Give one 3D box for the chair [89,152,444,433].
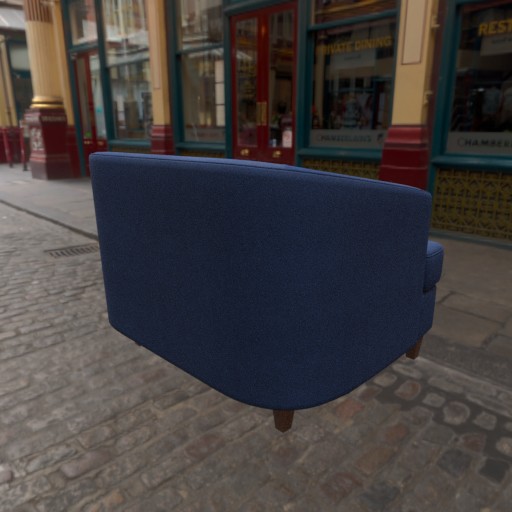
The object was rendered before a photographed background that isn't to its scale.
[{"bbox_3d":[0.000,0.000,1.710,1.118,0.787,0.914,15,21,42],"label":"chair"}]
